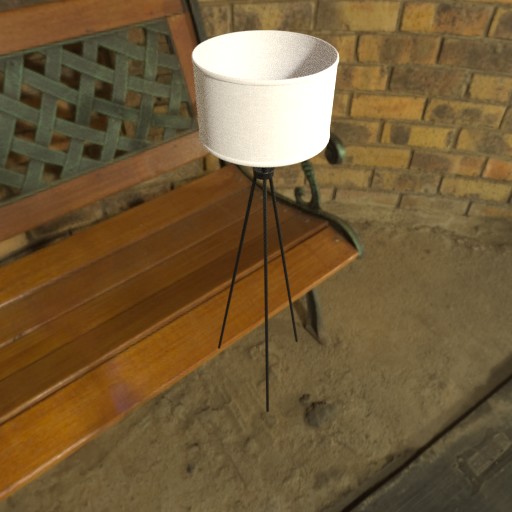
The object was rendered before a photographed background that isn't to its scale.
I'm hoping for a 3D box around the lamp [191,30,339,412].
[{"bbox_3d":[0.000,0.000,1.759,0.458,1.545,0.448,13,44,13],"label":"lamp"}]
